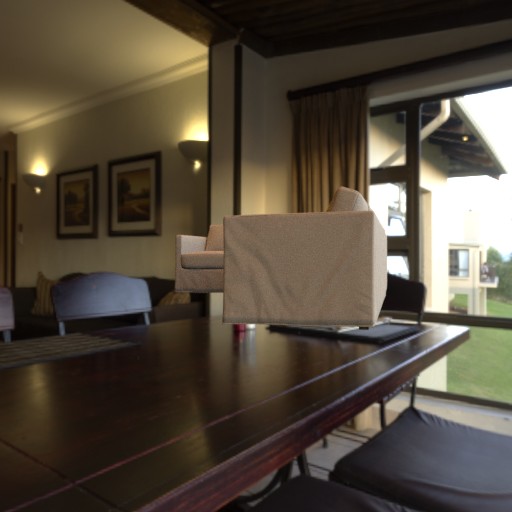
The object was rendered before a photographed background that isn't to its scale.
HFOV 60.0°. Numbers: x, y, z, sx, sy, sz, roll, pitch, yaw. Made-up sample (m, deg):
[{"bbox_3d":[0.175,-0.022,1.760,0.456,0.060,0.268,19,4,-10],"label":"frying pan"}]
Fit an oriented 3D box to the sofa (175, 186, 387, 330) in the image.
[{"bbox_3d":[0.000,0.000,4.375,2.432,0.871,3.182,0,0,18],"label":"sofa"}]
